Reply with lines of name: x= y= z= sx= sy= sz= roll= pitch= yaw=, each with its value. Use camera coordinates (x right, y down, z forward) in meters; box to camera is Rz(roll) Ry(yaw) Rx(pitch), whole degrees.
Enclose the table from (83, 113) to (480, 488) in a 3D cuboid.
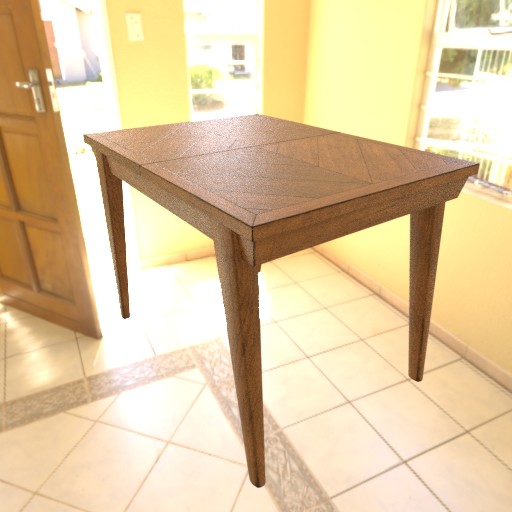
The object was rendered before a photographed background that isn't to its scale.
table: x=0.000 y=0.000 z=1.547 sx=0.757 sy=0.760 sz=1.027 roll=-18 pitch=32 yaw=-31
